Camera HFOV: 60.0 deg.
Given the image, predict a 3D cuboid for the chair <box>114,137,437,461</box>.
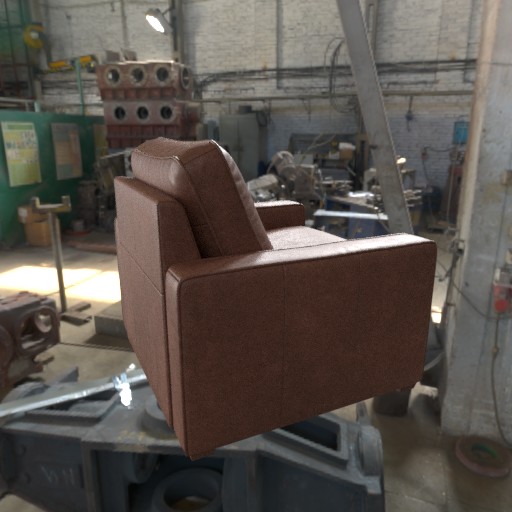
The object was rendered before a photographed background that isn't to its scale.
[{"bbox_3d":[0.000,0.000,1.771,0.940,0.919,1.017,-8,18,-25],"label":"chair"}]
